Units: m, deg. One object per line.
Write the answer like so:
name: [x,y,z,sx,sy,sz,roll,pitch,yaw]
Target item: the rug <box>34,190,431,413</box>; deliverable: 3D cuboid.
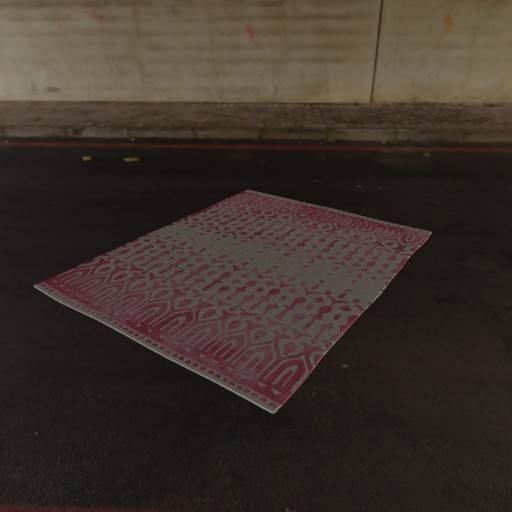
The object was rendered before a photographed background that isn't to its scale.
rug: [0.000,0.000,4.218,2.441,0.016,3.095,18,32,31]
